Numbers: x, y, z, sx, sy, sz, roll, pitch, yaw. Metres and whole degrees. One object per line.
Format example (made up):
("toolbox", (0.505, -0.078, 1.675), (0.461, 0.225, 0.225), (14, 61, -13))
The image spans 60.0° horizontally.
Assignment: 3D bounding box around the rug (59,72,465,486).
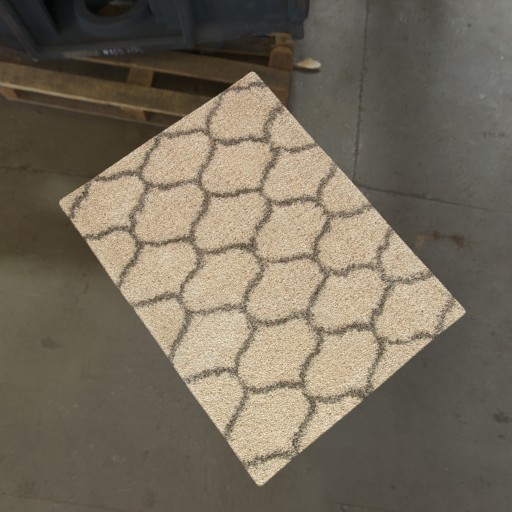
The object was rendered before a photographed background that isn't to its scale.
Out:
("rug", (0.000, 0.000, 2.092), (1.200, 0.025, 1.600), (-37, 79, -8))
